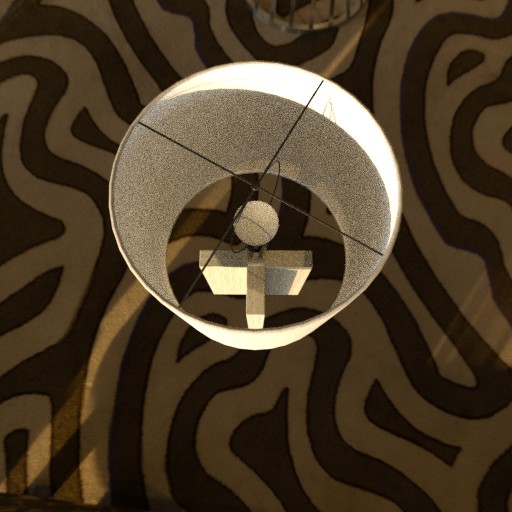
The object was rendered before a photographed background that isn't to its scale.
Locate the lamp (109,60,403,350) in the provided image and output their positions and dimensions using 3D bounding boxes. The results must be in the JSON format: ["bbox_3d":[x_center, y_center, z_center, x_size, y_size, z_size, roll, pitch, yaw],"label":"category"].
[{"bbox_3d":[0.000,0.000,0.550,0.229,0.428,0.229,0,75,0],"label":"lamp"}]
